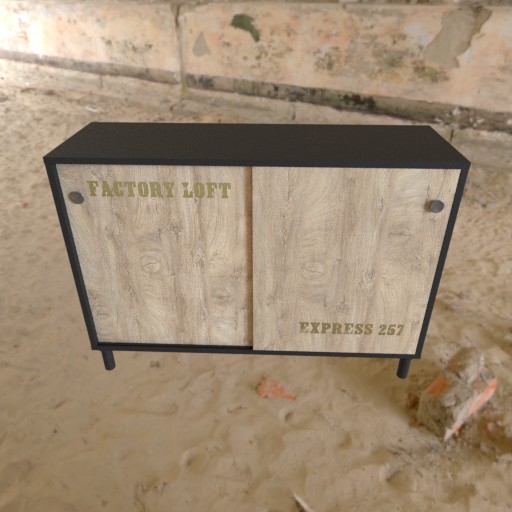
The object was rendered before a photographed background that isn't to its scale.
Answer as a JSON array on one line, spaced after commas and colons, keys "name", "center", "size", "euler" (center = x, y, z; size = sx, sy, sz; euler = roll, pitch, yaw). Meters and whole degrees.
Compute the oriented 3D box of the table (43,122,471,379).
[{"name": "table", "center": [0.000, 0.000, 1.621], "size": [1.200, 0.855, 0.400], "euler": [1, 31, 2]}]
